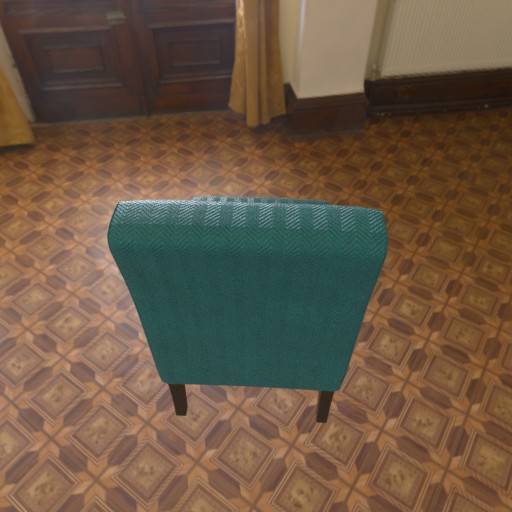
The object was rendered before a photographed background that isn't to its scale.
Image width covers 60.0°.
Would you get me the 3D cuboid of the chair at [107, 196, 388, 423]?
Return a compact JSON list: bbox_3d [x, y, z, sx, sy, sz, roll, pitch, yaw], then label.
[{"bbox_3d":[0.000,0.000,1.455,0.579,0.927,0.808,2,46,2],"label":"chair"}]
